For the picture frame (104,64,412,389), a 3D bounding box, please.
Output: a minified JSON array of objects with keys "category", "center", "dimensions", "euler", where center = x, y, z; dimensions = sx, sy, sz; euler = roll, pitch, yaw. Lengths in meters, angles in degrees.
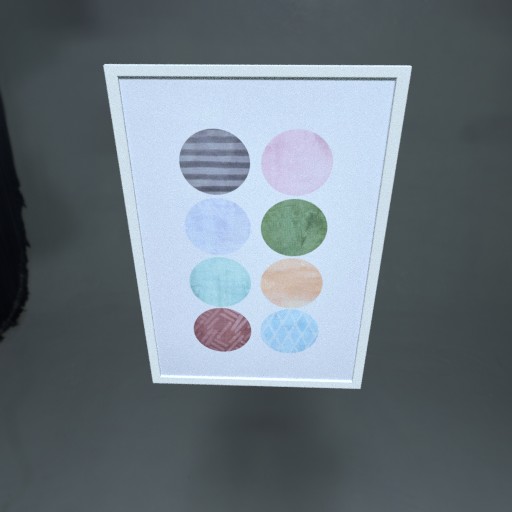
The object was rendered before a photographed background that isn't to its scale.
[{"category":"picture frame","center":[0.000,0.000,1.182],"dimensions":[0.659,0.940,0.013],"euler":[1,29,2]}]
